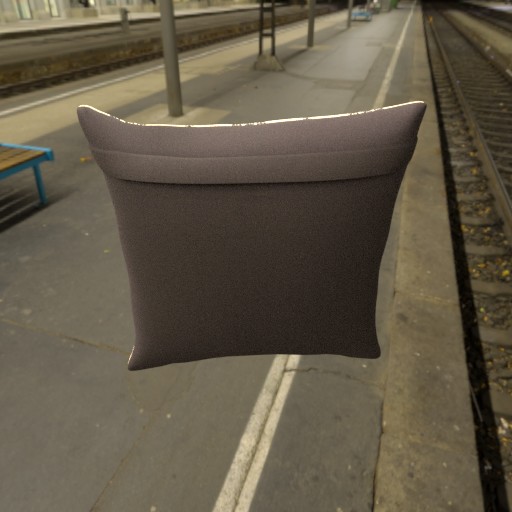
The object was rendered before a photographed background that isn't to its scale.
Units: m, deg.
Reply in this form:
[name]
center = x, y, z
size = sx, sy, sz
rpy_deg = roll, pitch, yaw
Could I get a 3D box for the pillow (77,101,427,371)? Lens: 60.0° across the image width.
[pillow]
center = 0.000, 0.000, 0.609
size = 0.405, 0.406, 0.173
rpy_deg = -2, 31, -3
